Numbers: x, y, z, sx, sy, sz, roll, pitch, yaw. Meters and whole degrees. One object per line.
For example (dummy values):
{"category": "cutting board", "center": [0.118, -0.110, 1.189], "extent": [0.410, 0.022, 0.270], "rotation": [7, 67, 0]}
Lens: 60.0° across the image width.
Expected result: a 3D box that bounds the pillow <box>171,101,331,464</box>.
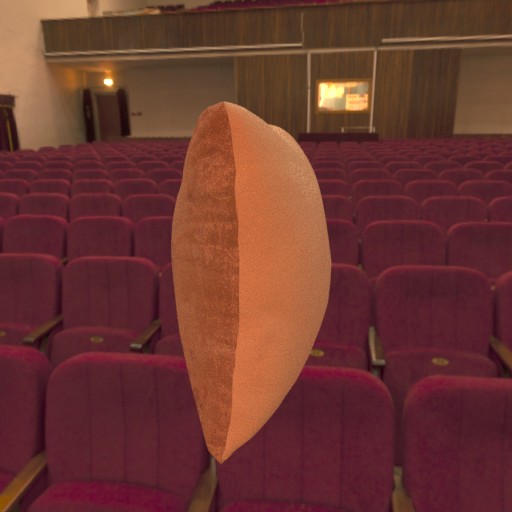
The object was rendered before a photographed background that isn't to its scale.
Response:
{"category": "pillow", "center": [0.000, 0.000, 0.730], "extent": [0.245, 0.448, 0.450], "rotation": [2, 15, 9]}
